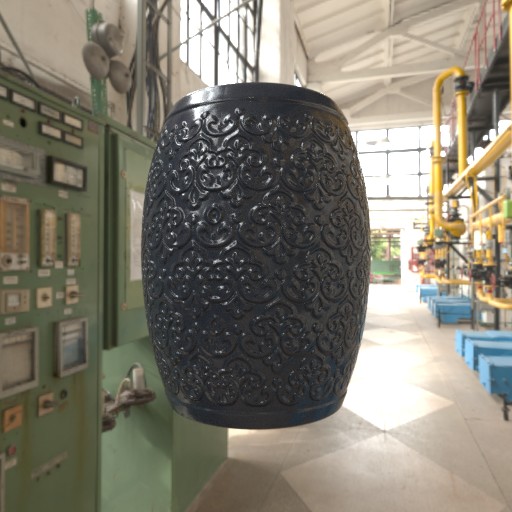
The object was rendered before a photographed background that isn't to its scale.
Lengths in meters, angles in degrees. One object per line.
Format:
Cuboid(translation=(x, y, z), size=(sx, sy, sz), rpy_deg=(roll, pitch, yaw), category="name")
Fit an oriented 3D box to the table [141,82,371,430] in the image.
Cuboid(translation=(0.000, 0.000, 0.615), size=(0.309, 0.397, 0.309), rpy_deg=(0, -1, 0), category="table")
